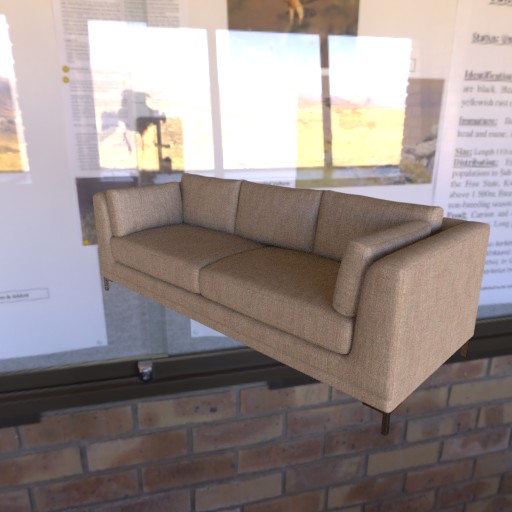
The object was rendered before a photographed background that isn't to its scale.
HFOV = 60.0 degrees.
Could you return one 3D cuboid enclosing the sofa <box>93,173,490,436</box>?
[{"bbox_3d":[0.000,0.000,2.826,2.415,0.867,0.969,16,23,42],"label":"sofa"}]
